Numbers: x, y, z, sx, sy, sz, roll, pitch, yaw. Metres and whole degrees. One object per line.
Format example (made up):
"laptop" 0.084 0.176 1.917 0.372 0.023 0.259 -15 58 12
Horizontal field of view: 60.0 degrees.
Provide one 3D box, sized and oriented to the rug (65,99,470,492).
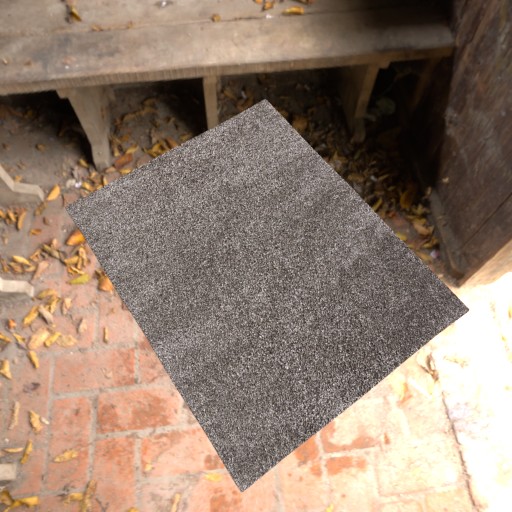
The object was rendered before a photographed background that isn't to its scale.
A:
"rug" 0.000 0.000 4.056 2.401 0.025 3.000 -33 68 -15
